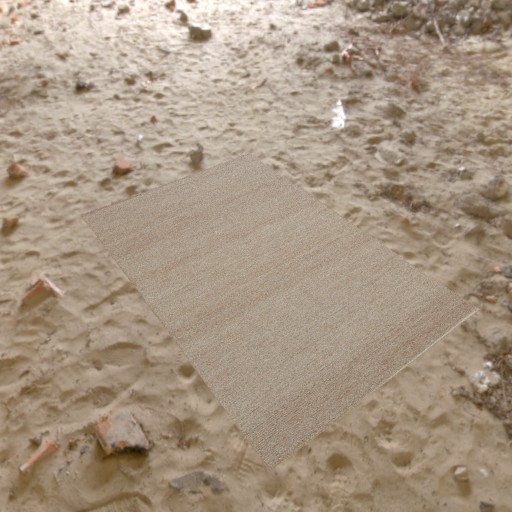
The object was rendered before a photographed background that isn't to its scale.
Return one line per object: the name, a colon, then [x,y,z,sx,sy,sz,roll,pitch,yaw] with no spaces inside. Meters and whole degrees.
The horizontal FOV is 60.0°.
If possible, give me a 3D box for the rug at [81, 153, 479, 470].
rug: [0.000,0.000,2.980,1.574,0.029,2.346,-26,48,-26]
